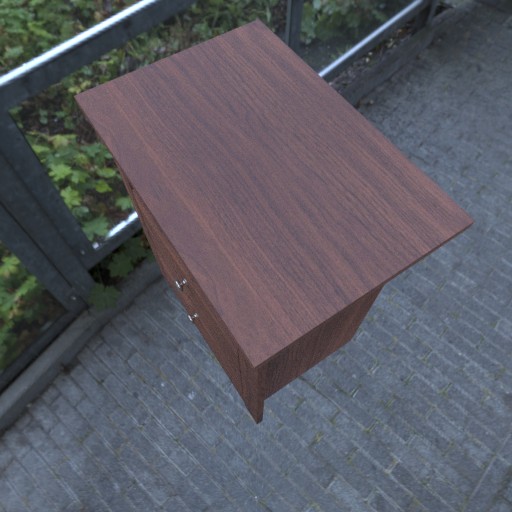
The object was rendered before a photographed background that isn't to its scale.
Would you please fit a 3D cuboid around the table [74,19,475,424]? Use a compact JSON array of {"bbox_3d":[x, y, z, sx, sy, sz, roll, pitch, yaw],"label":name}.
[{"bbox_3d":[0.000,0.000,1.047,0.406,0.711,0.589,-30,66,-15],"label":"table"}]
